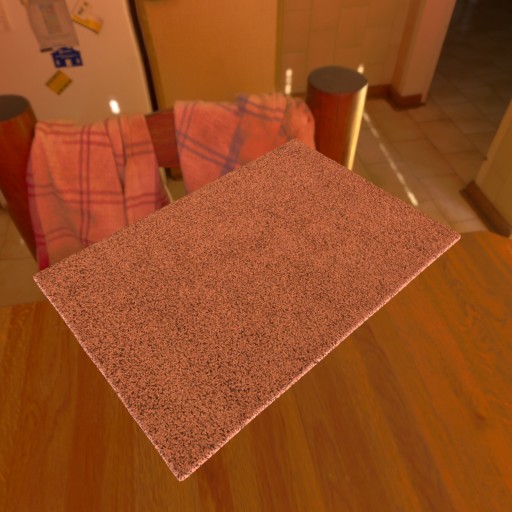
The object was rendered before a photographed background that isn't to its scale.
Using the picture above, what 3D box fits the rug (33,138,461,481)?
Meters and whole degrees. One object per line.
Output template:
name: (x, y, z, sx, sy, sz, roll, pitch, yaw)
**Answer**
rug: (0.000, 0.000, 2.211, 1.778, 0.030, 1.219, -33, 56, -27)
